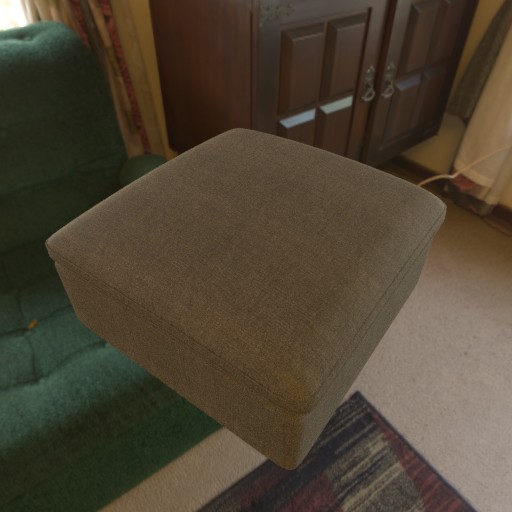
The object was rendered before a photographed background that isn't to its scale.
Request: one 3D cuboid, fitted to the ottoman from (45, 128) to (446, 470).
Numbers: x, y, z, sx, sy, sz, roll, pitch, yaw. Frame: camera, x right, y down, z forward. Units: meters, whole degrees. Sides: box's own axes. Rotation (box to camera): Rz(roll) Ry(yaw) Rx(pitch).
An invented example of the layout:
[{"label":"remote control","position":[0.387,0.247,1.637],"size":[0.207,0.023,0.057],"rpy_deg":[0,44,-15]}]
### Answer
[{"label":"ottoman","position":[0.000,0.000,1.696],"size":[1.067,0.559,1.067],"rpy_deg":[26,48,26]}]
